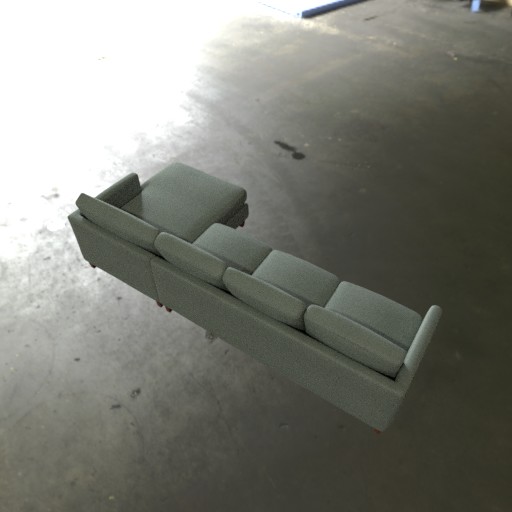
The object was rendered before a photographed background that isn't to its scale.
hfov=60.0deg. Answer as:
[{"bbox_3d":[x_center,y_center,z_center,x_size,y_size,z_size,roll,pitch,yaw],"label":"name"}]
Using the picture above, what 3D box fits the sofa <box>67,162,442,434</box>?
[{"bbox_3d":[0.000,0.000,4.326,3.471,0.950,1.604,25,51,23],"label":"sofa"}]
